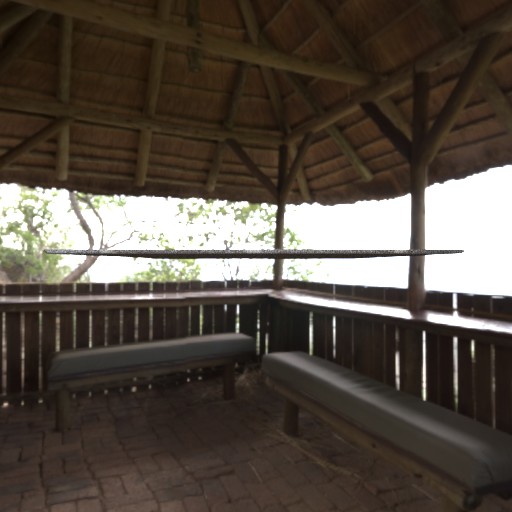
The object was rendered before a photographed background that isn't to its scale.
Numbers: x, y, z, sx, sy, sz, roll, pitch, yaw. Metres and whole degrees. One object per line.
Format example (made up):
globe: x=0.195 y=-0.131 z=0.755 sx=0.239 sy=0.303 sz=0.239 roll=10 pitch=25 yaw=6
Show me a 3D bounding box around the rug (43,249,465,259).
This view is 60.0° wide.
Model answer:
rug: x=0.000 y=0.000 z=3.985 sx=2.399 sy=0.026 sz=3.000 roll=0 pitch=-1 yaw=1
